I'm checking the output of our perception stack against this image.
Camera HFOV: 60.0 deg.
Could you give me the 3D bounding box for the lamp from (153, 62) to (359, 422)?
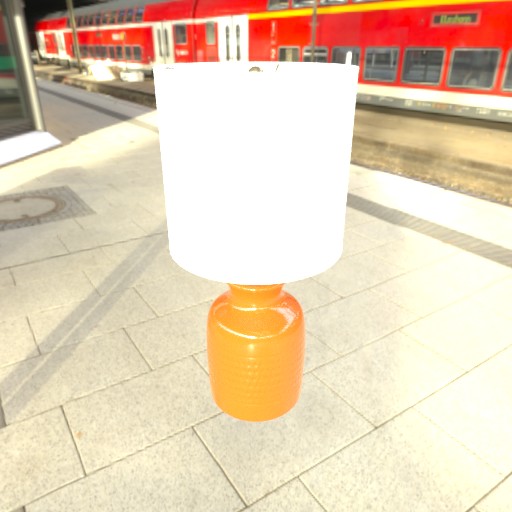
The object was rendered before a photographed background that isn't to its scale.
[{"bbox_3d":[0.000,0.000,1.105,0.418,0.871,0.418,-17,31,-32],"label":"lamp"}]
